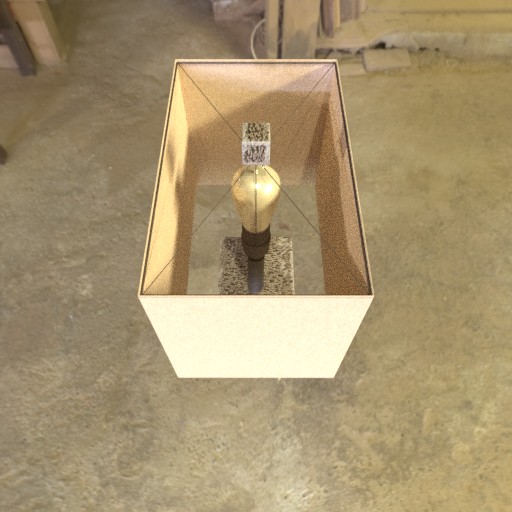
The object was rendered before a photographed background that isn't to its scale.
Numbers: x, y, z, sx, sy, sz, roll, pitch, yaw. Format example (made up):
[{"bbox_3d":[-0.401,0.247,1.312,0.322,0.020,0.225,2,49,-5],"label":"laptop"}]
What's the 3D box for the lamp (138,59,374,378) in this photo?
[{"bbox_3d":[0.000,0.000,0.565,0.180,0.411,0.294,0,58,0],"label":"lamp"}]
